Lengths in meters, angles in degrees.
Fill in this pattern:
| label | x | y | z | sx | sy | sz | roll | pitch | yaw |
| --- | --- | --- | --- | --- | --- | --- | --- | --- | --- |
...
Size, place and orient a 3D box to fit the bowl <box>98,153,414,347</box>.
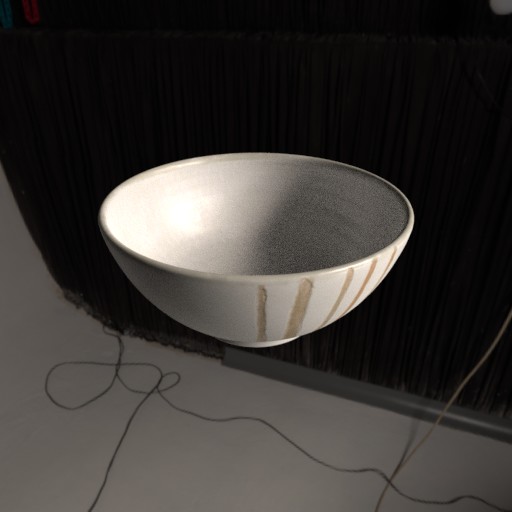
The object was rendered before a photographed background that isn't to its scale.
| label | x | y | z | sx | sy | sz | roll | pitch | yaw |
| --- | --- | --- | --- | --- | --- | --- | --- | --- | --- |
| bowl | 0.000 | 0.000 | 0.422 | 0.268 | 0.121 | 0.268 | 0 | 30 | 0 |
